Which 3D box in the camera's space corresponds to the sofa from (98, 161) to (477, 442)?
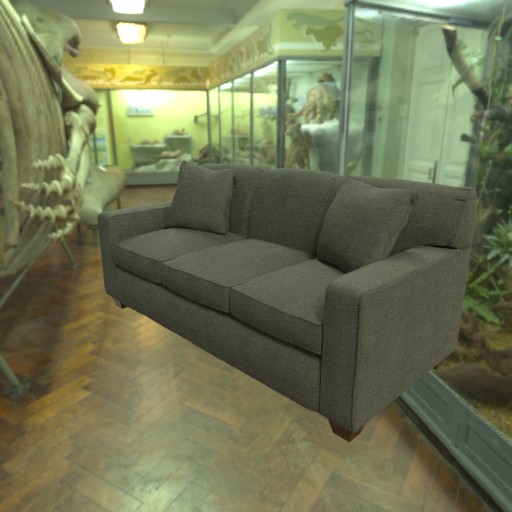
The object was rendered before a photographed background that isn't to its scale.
[{"bbox_3d":[0.000,0.000,2.538,0.997,0.958,2.024,-16,23,-42],"label":"sofa"}]
